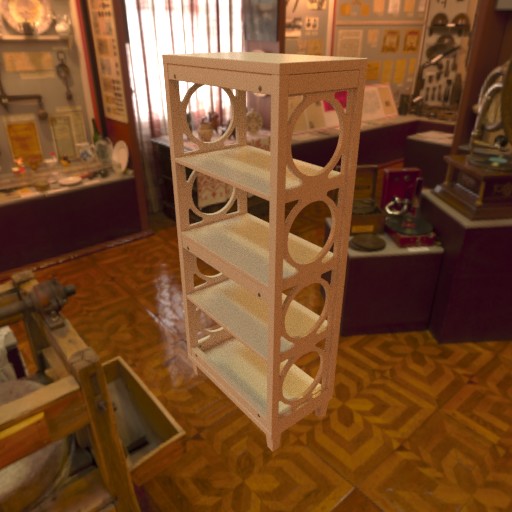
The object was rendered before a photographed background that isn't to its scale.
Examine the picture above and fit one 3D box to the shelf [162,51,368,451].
[{"bbox_3d":[0.000,0.000,1.713,0.340,1.411,0.611,-20,33,-34],"label":"shelf"}]
